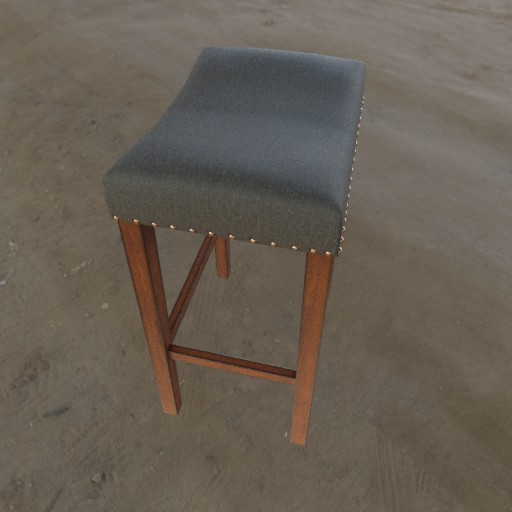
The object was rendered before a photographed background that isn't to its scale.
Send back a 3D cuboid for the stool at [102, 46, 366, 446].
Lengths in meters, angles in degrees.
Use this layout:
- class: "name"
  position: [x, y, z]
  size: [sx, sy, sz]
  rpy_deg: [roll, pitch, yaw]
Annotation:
- class: "stool"
  position: [0.000, 0.000, 1.005]
  size: [0.366, 0.748, 0.502]
  rpy_deg: [10, 47, 9]
